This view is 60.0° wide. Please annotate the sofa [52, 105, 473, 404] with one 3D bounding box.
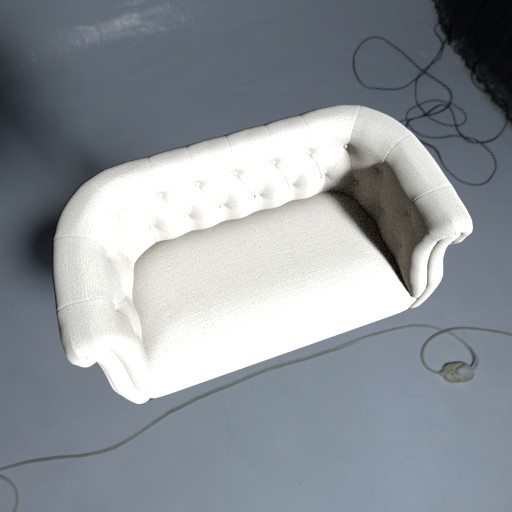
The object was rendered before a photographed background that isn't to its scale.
[{"bbox_3d":[0.000,0.000,1.997,1.558,0.827,0.835,-18,67,-8],"label":"sofa"}]
